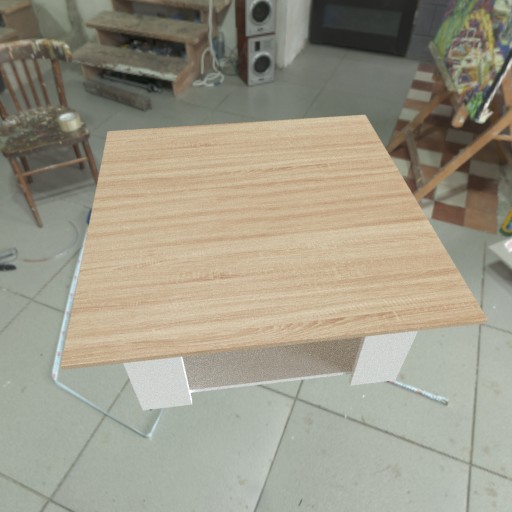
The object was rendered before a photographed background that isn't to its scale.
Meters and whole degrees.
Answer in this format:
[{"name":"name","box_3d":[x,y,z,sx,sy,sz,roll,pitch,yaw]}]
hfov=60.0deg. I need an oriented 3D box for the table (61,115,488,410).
[{"name":"table","box_3d":[0.000,0.000,1.026,0.670,0.305,0.670,-5,46,-5]}]
